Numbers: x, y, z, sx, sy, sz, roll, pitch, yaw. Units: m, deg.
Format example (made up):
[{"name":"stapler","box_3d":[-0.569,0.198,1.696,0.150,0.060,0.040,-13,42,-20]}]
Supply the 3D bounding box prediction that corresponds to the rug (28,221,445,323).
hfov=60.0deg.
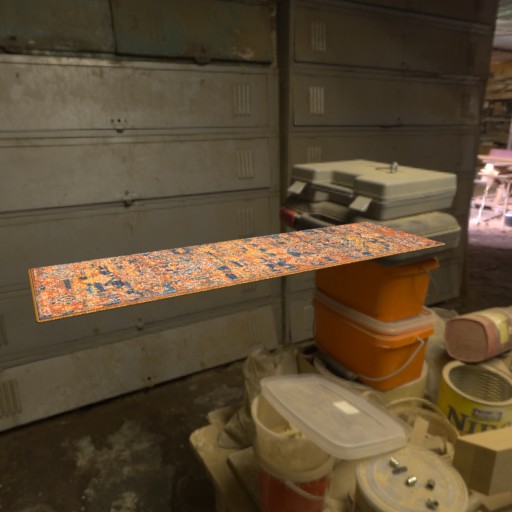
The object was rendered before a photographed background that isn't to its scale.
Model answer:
[{"name":"rug","box_3d":[0.000,0.000,1.992,1.820,0.013,0.556,-9,20,-27]}]
